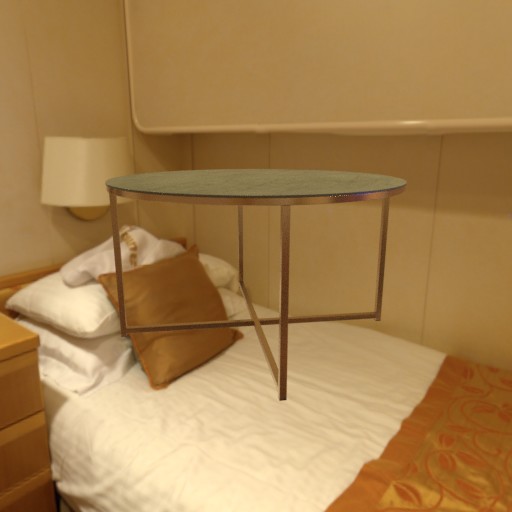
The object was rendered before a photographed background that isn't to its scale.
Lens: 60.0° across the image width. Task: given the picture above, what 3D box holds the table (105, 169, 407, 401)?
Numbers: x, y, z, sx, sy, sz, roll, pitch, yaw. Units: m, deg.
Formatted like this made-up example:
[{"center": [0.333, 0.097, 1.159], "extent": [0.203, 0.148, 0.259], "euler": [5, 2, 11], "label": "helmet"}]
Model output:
[{"center": [0.000, 0.000, 1.295], "extent": [0.800, 0.450, 0.800], "euler": [0, 15, 0], "label": "table"}]
